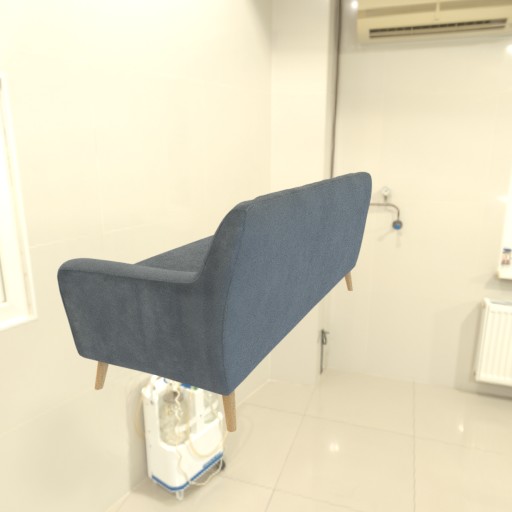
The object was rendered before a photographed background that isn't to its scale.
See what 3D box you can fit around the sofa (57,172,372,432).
[{"bbox_3d":[0.000,0.000,2.410,0.841,0.832,1.975,7,16,25],"label":"sofa"}]
